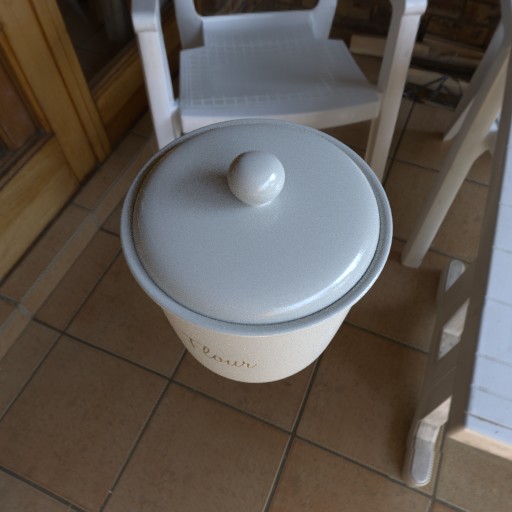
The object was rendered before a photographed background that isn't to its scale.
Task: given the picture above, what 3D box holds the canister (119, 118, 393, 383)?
[{"bbox_3d":[0.000,0.000,0.348,0.182,0.208,0.182,0,58,0],"label":"canister"}]
